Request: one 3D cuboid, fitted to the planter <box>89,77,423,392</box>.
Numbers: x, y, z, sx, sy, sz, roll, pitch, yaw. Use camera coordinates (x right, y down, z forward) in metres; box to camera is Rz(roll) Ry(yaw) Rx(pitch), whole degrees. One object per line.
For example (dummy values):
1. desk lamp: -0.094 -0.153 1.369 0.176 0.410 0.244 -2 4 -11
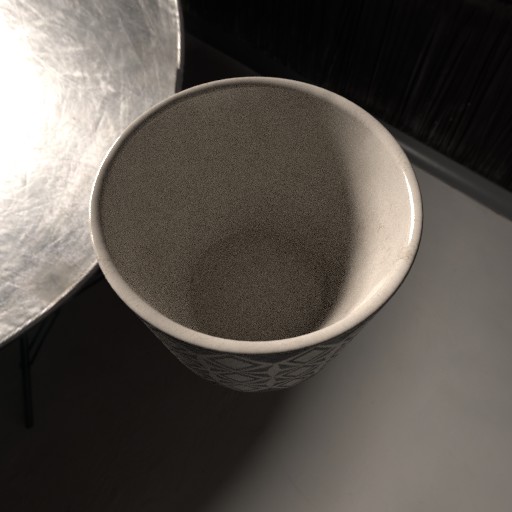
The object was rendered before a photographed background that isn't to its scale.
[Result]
1. planter: 0.000 0.000 0.446 0.260 0.220 0.260 0 62 0
